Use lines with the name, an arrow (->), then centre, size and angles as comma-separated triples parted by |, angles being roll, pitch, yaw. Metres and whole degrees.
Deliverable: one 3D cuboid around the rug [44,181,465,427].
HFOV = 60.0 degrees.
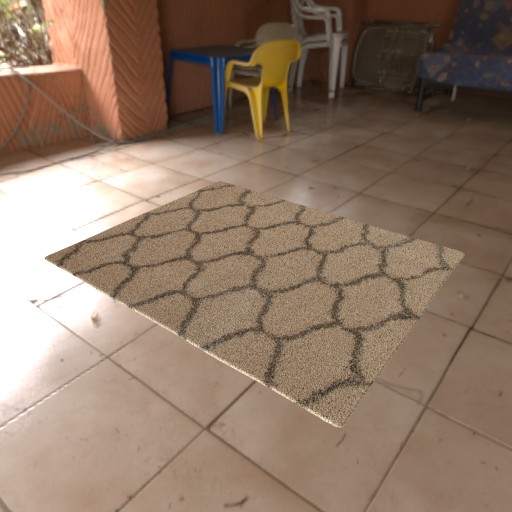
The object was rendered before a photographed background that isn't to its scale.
rug -> 0.000, 0.000, 4.016 | 3.000, 0.026, 2.399 | 21, 37, 32
